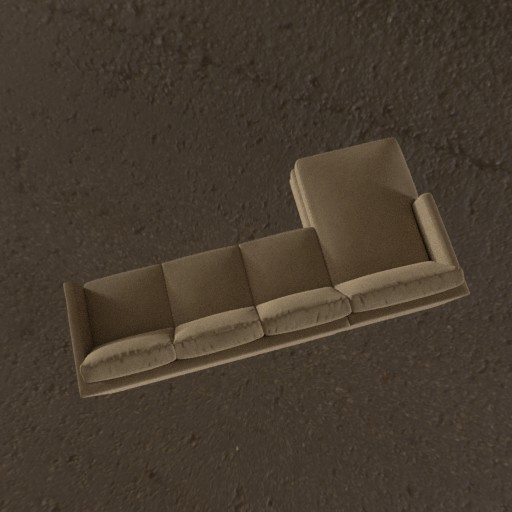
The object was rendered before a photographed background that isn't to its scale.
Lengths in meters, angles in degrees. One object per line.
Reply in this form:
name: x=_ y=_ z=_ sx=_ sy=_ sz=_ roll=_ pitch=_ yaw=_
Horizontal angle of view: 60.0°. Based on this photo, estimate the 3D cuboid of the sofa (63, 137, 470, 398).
sofa: x=0.000 y=0.000 z=3.926 sx=3.198 sy=0.920 sz=1.638 roll=-14 pitch=76 yaw=-4
